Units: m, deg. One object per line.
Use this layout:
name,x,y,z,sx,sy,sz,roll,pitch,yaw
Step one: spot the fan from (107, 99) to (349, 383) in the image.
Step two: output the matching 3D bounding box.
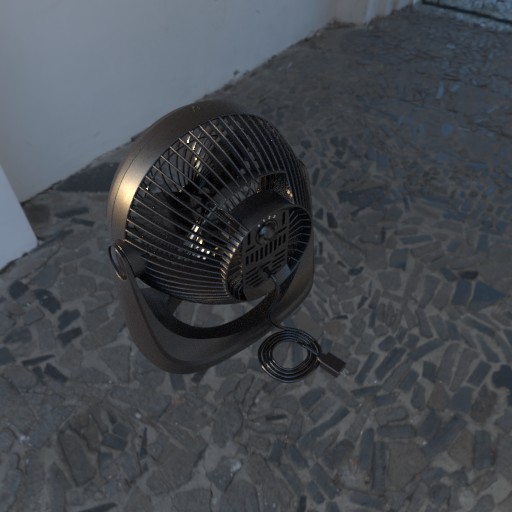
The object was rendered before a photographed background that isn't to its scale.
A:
fan,0.000,0.000,0.492,0.273,0.277,0.256,-31,54,-27
